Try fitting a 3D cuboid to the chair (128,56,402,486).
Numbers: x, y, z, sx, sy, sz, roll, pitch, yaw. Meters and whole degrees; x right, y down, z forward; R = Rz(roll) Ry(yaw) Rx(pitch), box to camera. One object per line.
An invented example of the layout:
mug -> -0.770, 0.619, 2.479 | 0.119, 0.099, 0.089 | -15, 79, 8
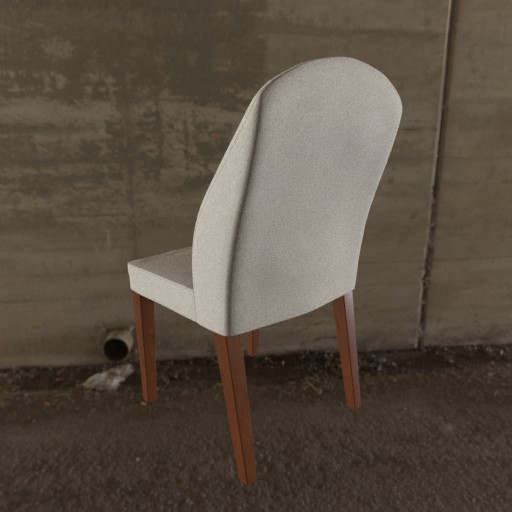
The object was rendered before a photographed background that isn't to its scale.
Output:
chair -> 0.000, 0.000, 1.153 | 0.472, 0.893, 0.540 | -14, 20, -42
